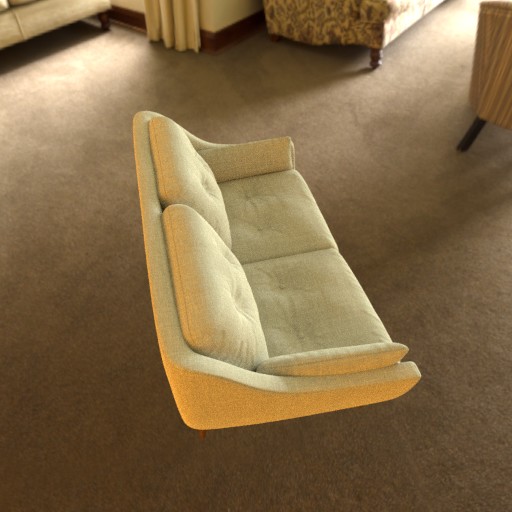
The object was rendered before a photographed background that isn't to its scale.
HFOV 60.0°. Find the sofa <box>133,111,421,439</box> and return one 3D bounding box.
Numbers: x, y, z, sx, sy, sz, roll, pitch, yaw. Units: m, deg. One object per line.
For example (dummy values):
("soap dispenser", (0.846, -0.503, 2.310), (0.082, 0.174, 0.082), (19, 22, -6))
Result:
("sofa", (0.000, 0.000, 2.173), (0.965, 0.888, 1.652), (-10, 48, -10))
